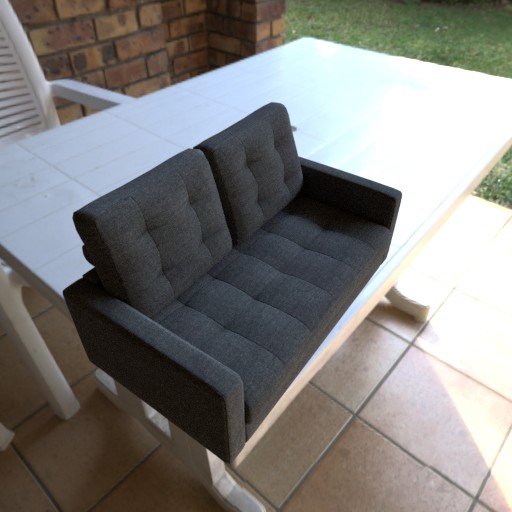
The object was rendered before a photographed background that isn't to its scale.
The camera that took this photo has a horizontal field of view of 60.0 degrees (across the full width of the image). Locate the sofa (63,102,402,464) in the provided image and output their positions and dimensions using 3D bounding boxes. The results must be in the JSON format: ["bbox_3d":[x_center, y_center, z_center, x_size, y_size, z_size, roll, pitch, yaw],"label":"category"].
[{"bbox_3d":[0.000,0.000,1.973,0.842,0.907,1.407,25,46,26],"label":"sofa"}]
